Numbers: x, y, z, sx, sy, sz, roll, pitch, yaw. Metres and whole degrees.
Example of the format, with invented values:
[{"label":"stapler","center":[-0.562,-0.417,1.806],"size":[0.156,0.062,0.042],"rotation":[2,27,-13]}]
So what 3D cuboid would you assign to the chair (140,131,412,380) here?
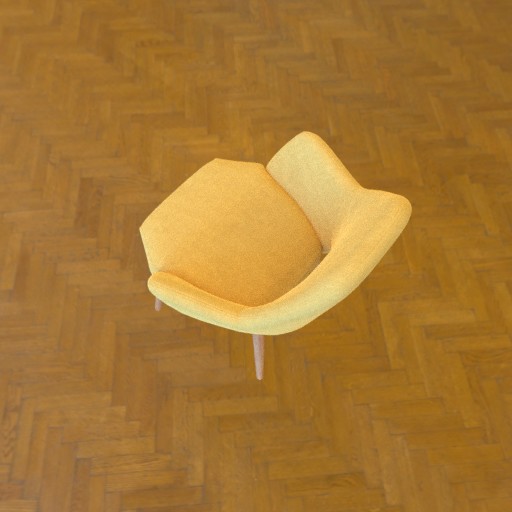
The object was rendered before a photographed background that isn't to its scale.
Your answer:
[{"label":"chair","center":[0.000,0.000,1.246],"size":[0.610,0.840,0.590],"rotation":[36,69,17]}]
